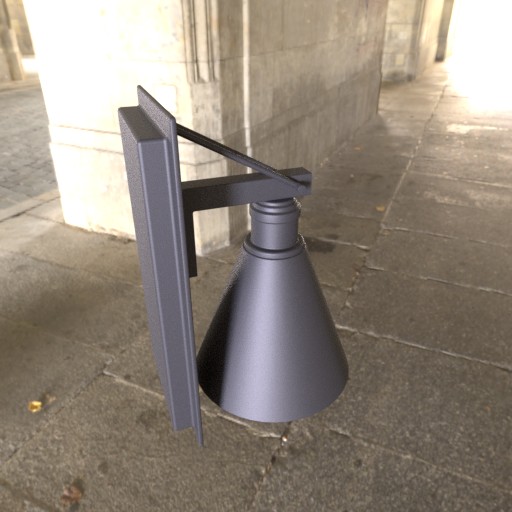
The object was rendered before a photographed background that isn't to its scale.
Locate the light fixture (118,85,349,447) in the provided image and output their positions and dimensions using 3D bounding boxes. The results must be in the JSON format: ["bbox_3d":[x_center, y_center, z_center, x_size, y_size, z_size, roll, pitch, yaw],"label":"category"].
[{"bbox_3d":[0.000,0.000,0.425,0.207,0.298,0.170,-10,31,-18],"label":"light fixture"}]
